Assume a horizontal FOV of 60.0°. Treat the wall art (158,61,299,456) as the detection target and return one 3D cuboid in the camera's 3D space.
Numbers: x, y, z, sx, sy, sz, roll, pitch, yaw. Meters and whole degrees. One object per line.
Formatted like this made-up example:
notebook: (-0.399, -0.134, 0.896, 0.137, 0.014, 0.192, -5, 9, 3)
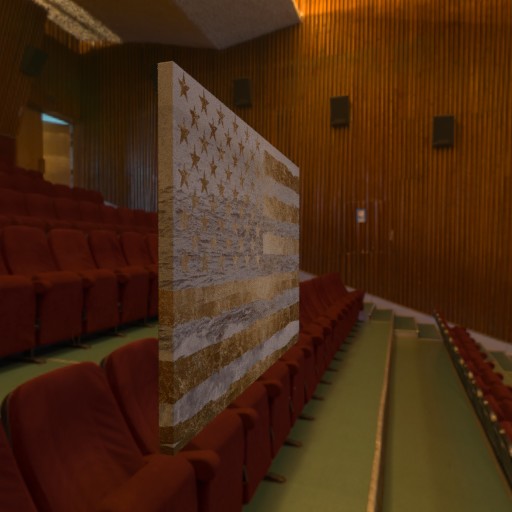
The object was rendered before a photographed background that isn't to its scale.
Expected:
wall art: (0.000, 0.000, 1.133, 0.027, 0.610, 0.932, 0, 1, 17)
